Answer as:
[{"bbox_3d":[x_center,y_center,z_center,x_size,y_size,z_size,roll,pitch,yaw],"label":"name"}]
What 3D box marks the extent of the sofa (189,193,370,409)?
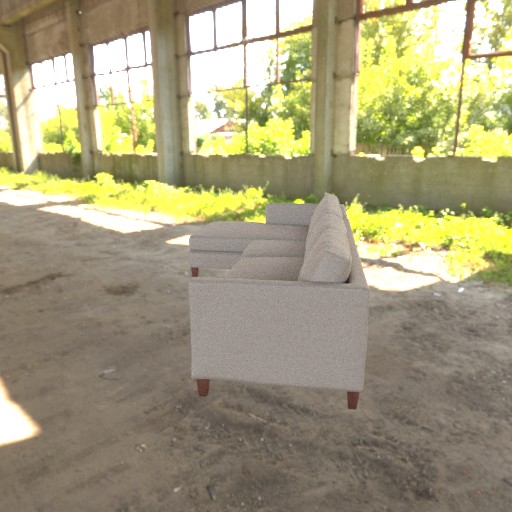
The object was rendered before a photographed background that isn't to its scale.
[{"bbox_3d":[0.000,0.000,3.859,1.625,0.846,3.186,2,14,9],"label":"sofa"}]
